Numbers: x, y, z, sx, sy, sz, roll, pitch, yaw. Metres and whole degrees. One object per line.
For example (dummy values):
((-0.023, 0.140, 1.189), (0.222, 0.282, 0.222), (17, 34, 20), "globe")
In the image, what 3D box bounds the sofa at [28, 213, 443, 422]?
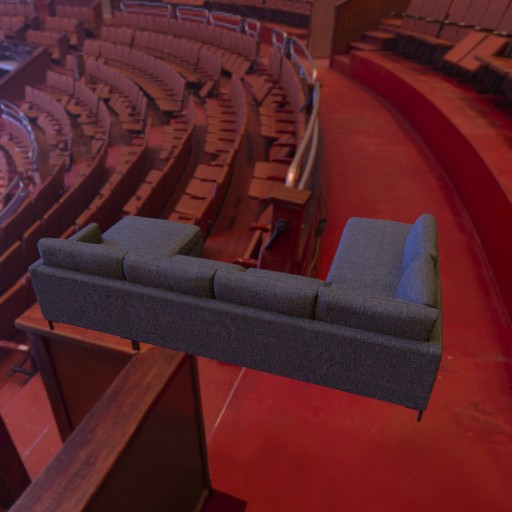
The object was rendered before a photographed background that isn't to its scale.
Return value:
((0.000, 0.000, 3.521), (2.737, 0.753, 1.879), (10, 32, 16), "sofa")
